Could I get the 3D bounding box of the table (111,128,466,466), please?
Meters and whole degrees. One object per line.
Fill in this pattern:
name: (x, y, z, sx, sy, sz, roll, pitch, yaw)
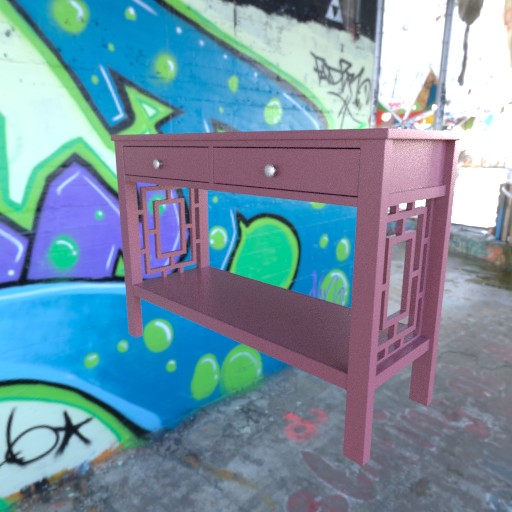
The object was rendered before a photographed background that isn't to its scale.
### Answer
table: (0.000, 0.000, 1.415, 1.068, 0.753, 0.397, 14, 20, 43)
